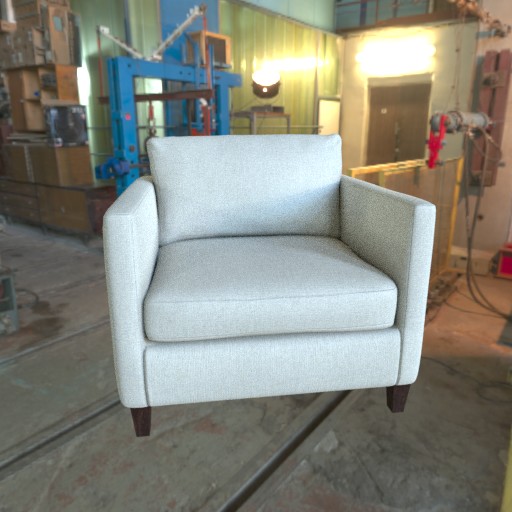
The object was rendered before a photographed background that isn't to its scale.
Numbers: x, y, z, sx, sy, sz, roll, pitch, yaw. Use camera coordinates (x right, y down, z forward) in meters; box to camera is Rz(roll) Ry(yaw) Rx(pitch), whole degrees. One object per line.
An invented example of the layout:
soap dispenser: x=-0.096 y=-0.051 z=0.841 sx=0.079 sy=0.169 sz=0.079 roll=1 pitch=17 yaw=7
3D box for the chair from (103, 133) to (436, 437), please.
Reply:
chair: x=0.000 y=0.000 z=1.741 sx=0.996 sy=0.919 sz=0.959 roll=-2 pitch=16 yaw=-8
